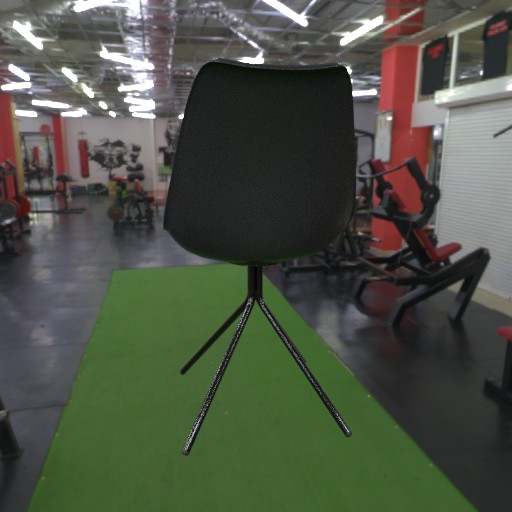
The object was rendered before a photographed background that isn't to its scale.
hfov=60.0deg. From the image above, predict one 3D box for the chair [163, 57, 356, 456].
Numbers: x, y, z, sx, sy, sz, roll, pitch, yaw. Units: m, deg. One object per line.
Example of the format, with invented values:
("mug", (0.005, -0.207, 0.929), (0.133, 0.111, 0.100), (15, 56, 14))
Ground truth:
("chair", (0.000, 0.000, 1.146), (0.461, 0.850, 0.525), (-2, 13, -10))
